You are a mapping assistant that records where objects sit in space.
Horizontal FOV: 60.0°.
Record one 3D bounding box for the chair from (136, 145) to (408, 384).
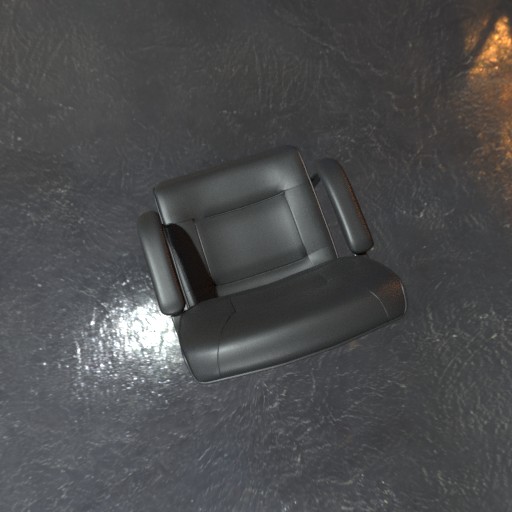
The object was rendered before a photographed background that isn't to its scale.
[{"bbox_3d":[0.000,0.000,1.355,0.591,0.910,0.668,-18,76,-5],"label":"chair"}]
